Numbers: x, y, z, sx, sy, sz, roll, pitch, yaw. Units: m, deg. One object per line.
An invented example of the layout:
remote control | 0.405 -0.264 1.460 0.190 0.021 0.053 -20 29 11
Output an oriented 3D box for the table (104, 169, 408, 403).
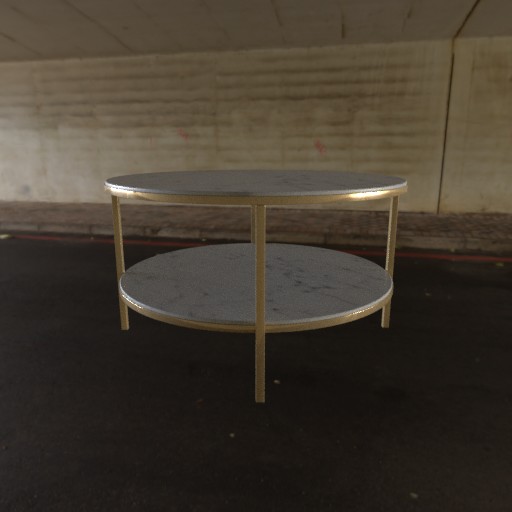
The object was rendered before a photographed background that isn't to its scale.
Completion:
table | 0.000 0.000 1.283 0.800 0.450 0.800 0 14 0
